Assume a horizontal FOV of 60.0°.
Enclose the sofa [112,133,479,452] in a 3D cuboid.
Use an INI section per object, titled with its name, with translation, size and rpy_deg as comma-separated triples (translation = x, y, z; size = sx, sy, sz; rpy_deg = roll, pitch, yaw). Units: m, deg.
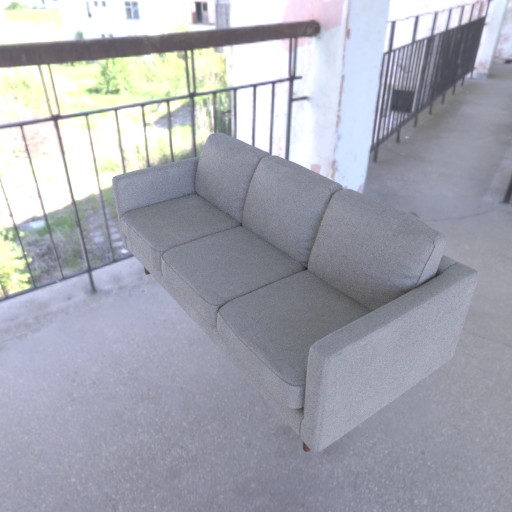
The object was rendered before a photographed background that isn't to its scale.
[sofa]
translation = 0.000, 0.000, 2.475
size = 0.944, 0.918, 1.983
rpy_deg = -21, 38, -30
